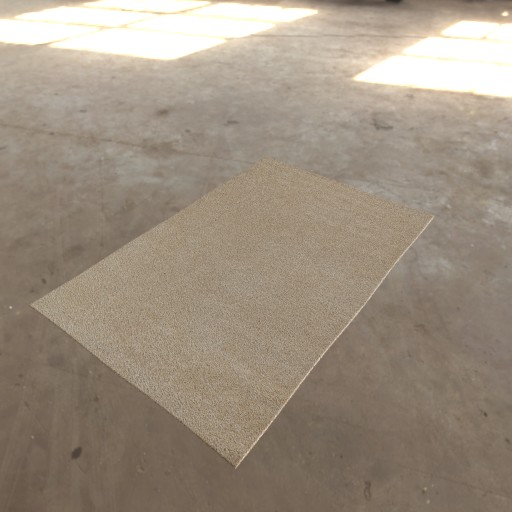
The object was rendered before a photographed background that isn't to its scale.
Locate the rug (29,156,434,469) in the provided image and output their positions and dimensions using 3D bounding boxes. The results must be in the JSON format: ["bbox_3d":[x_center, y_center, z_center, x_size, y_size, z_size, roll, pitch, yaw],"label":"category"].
[{"bbox_3d":[0.000,0.000,3.405,1.800,0.025,2.699,26,46,28],"label":"rug"}]
